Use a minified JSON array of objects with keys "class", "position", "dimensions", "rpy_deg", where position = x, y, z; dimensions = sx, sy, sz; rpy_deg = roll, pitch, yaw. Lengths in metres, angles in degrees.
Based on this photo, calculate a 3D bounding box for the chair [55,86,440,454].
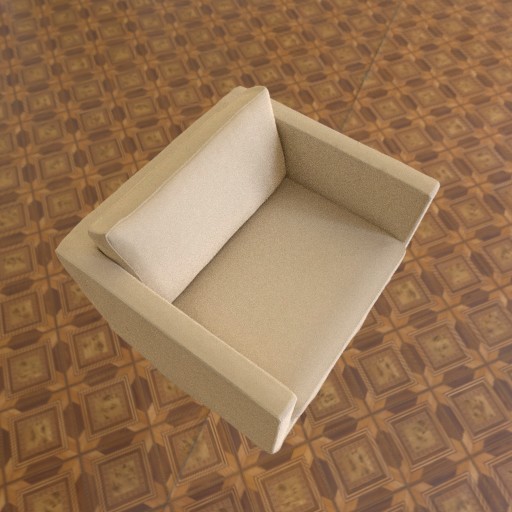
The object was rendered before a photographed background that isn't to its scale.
[{"class":"chair","position":[0.000,0.000,1.757],"dimensions":[0.947,0.851,1.057],"rpy_deg":[32,64,18]}]
